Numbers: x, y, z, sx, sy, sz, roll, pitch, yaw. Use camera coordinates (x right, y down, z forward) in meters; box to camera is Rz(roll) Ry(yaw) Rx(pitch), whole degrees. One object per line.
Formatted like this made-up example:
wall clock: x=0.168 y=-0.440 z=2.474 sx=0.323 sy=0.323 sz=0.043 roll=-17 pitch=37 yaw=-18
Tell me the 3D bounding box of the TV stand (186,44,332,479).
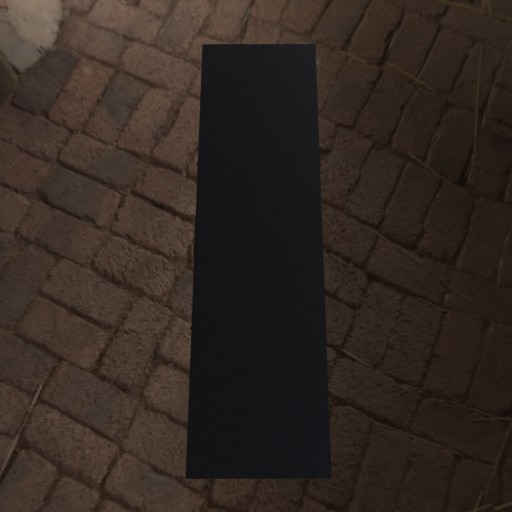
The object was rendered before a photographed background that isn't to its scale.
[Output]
TV stand: x=0.000 y=0.000 z=1.547 sx=0.390 sy=0.518 sz=1.312 roll=0 pitch=75 yaw=0
